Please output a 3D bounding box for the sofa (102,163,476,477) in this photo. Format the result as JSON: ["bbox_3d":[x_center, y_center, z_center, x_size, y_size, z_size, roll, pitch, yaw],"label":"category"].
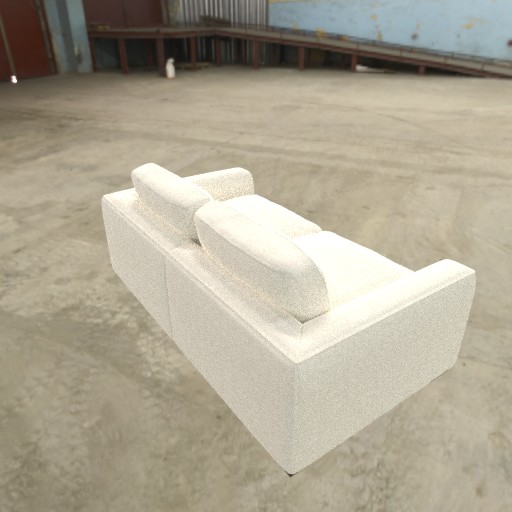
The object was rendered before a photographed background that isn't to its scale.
[{"bbox_3d":[0.000,0.000,2.408,1.069,0.801,1.920,-18,33,-31],"label":"sofa"}]
